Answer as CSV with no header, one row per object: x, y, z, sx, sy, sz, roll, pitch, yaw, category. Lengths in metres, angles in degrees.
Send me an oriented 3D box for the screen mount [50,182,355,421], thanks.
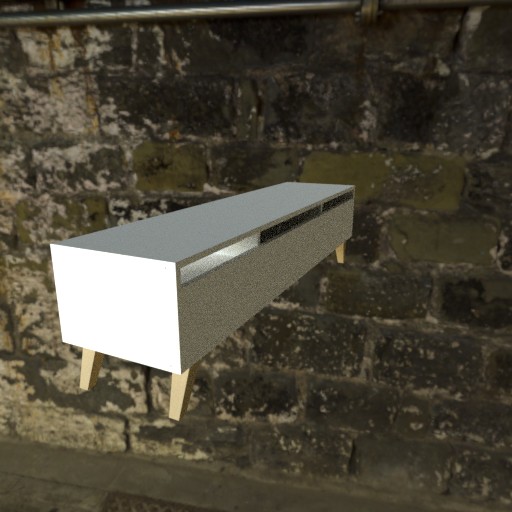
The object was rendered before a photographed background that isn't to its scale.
0.000,0.000,1.847,0.399,0.432,1.644,8,17,25,screen mount
